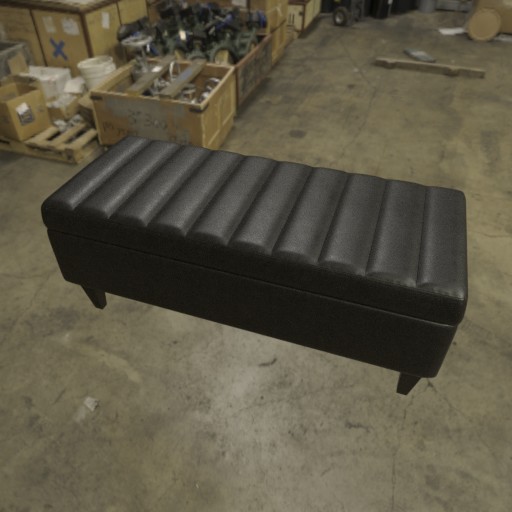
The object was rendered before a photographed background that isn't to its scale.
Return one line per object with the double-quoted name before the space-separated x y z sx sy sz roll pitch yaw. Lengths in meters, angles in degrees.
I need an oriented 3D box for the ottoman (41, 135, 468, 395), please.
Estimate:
"ottoman" 0.000 0.000 1.401 1.151 0.469 0.482 13 43 14
